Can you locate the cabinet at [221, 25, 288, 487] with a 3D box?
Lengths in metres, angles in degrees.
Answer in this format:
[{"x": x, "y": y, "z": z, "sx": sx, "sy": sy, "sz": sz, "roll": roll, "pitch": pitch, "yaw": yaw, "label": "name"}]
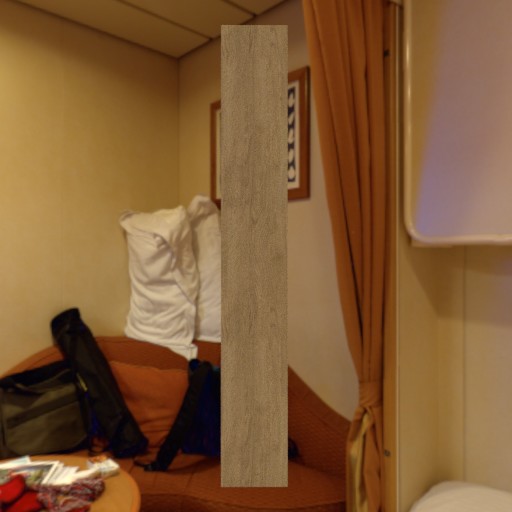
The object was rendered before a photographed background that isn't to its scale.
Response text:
[{"x": 0.000, "y": 0.000, "z": 1.825, "sx": 0.250, "sy": 1.630, "sz": 0.520, "roll": 0, "pitch": 0, "yaw": 0, "label": "cabinet"}]
